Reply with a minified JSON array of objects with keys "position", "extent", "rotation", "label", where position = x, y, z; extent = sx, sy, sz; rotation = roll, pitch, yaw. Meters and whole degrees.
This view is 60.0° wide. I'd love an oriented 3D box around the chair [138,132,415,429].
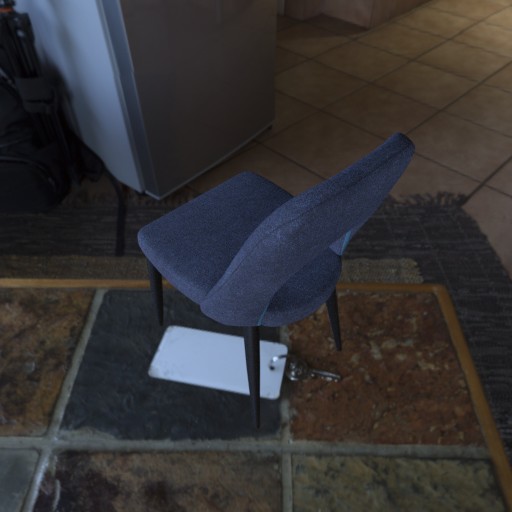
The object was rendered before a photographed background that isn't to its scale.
[{"position":[0.000,0.000,1.261],"extent":[0.470,0.931,0.612],"rotation":[-34,56,-27],"label":"chair"}]
